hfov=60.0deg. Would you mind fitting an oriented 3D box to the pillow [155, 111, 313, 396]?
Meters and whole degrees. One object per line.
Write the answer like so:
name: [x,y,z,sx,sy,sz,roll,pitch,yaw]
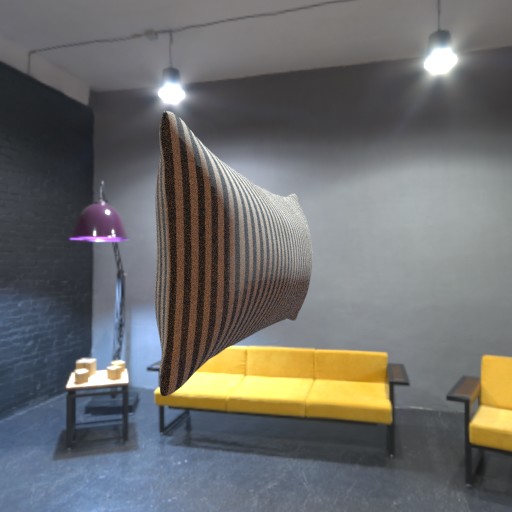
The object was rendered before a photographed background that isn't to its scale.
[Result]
pillow: [0.000,0.000,0.743,0.151,0.295,0.617,0,-1,18]
